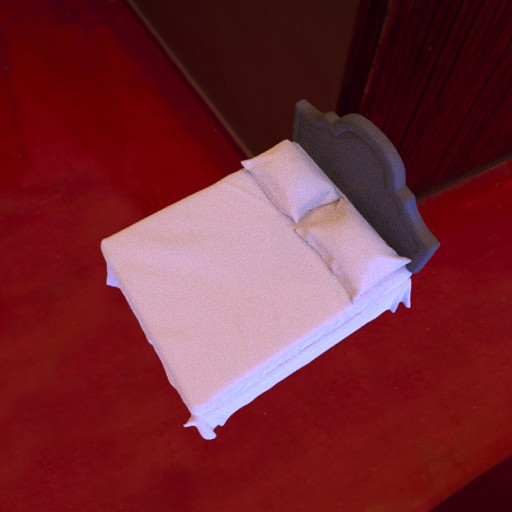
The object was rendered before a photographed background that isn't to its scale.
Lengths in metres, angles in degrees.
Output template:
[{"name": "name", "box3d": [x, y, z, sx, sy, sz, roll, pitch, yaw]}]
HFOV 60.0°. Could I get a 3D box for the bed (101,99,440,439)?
[{"name": "bed", "box3d": [0.000, 0.000, 3.416, 2.222, 1.634, 1.780, -30, 67, -14]}]
